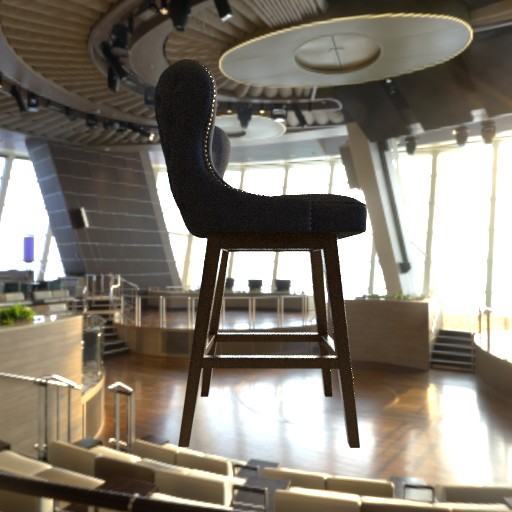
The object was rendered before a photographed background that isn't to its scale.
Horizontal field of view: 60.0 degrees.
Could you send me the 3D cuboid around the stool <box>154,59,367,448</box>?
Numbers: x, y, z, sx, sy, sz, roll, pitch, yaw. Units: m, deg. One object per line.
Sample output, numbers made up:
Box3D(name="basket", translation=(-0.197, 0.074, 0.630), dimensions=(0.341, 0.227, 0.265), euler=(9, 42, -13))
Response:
Box3D(name="stool", translation=(0.000, 0.000, 1.348), dimensions=(0.597, 0.972, 0.615), euler=(0, -1, 1))
